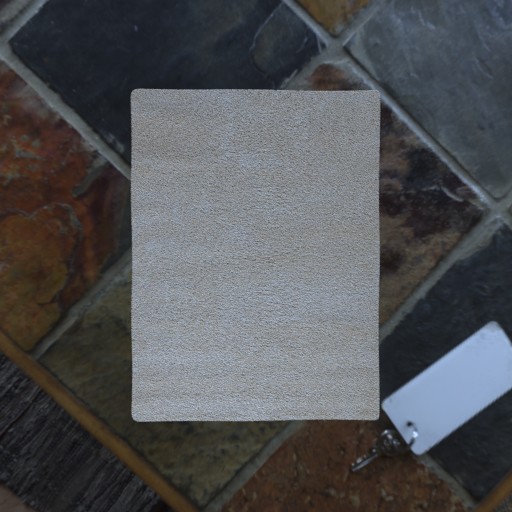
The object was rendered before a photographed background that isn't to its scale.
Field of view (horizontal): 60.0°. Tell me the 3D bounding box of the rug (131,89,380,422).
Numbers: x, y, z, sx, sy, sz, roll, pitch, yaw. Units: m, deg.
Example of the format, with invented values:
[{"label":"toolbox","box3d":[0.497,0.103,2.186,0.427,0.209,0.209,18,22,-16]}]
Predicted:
[{"label":"rug","box3d":[0.000,0.000,2.147,1.199,0.025,1.600,0,91,-1]}]
